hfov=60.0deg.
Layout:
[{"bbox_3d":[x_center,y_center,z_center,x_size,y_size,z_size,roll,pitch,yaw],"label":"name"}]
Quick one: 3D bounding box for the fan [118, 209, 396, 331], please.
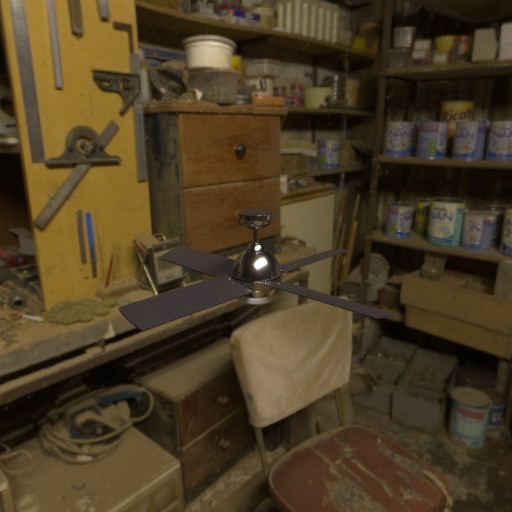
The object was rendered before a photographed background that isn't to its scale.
[{"bbox_3d":[0.000,0.000,2.018,1.332,0.403,1.332,14,21,42],"label":"fan"}]
